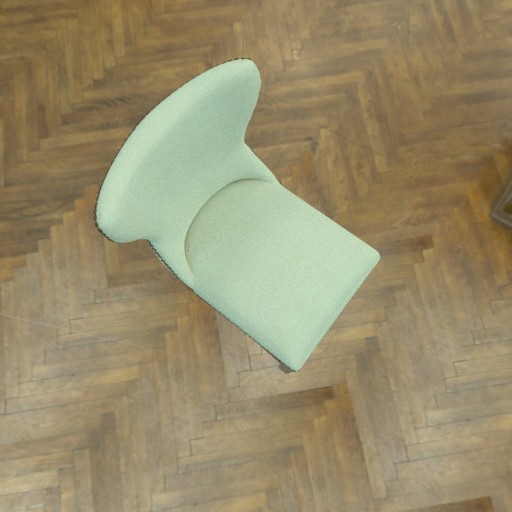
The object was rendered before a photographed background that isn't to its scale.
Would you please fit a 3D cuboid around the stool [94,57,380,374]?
[{"bbox_3d":[0.000,0.000,1.341,0.608,0.981,0.498,37,78,9],"label":"stool"}]
